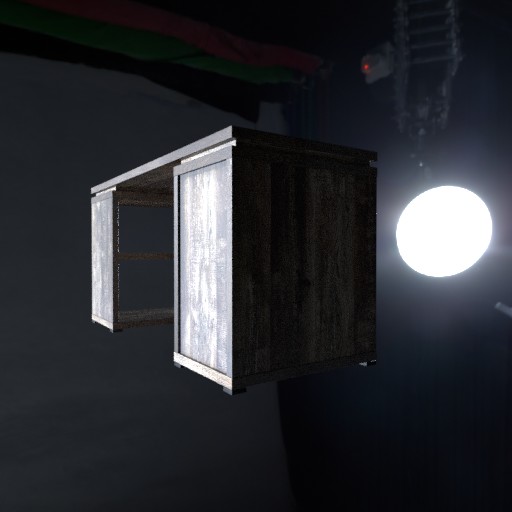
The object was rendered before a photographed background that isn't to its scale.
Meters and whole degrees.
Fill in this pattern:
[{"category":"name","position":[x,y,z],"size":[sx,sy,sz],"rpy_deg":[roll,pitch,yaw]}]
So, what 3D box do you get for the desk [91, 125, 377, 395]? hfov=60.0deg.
[{"category":"desk","position":[0.000,0.000,2.202],"size":[1.200,0.753,1.524],"rpy_deg":[-1,1,-34]}]
